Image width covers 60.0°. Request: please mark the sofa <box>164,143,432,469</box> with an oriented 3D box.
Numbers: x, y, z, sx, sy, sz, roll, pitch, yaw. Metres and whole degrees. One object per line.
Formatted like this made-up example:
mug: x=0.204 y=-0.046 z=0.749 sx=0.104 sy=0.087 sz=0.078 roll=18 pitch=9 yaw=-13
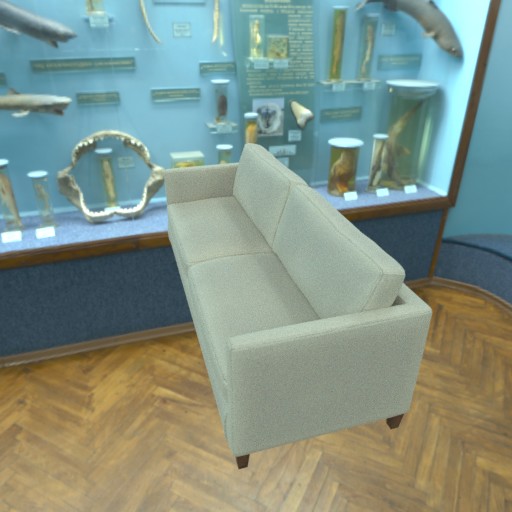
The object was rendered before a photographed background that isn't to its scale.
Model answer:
sofa: x=0.000 y=0.000 z=2.924 sx=0.951 sy=0.968 sz=2.361 roll=-8 pitch=30 yaw=-14
